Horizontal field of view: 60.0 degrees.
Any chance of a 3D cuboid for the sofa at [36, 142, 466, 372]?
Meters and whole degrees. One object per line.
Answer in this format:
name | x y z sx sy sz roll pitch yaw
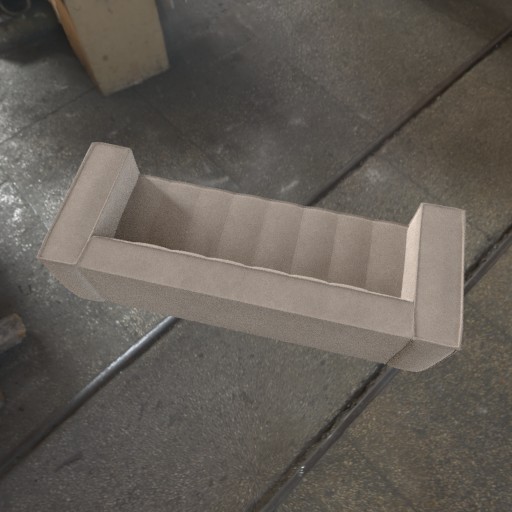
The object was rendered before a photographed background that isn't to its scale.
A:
sofa | 0.000 0.000 3.171 2.697 0.680 1.038 12 64 6
